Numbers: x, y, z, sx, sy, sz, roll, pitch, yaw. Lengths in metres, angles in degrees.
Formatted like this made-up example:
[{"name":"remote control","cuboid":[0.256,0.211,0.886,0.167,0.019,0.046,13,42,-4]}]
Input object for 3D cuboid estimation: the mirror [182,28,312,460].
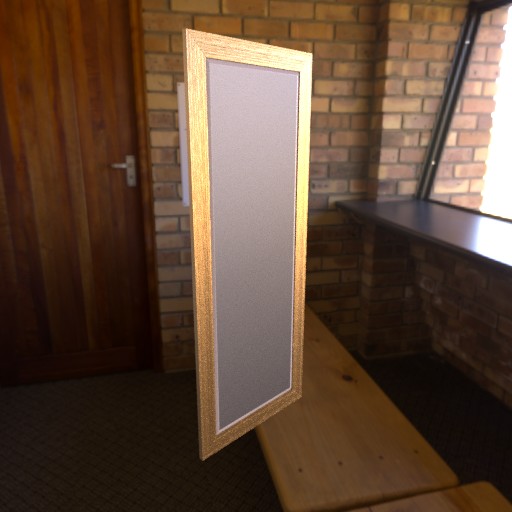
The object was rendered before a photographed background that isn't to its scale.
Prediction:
[{"name":"mirror","cuboid":[0.000,0.000,2.308,0.025,2.031,0.812,15,21,42]}]
